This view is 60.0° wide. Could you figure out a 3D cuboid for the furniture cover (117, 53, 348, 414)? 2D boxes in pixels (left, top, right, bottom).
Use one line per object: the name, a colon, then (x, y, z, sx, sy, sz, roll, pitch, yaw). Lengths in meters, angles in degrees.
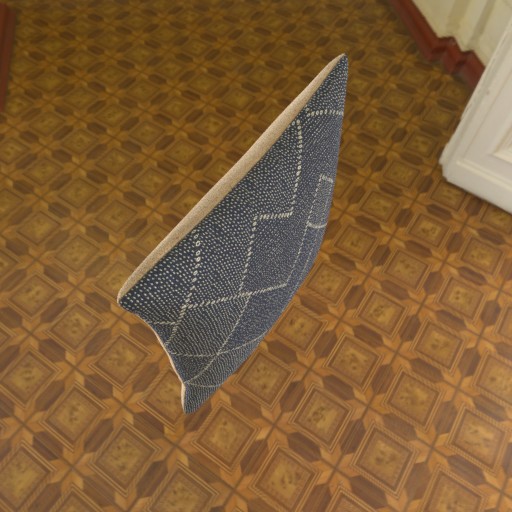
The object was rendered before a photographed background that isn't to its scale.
furniture cover: (0.000, 0.000, 0.777, 0.162, 0.503, 0.511, 30, 63, 17)
